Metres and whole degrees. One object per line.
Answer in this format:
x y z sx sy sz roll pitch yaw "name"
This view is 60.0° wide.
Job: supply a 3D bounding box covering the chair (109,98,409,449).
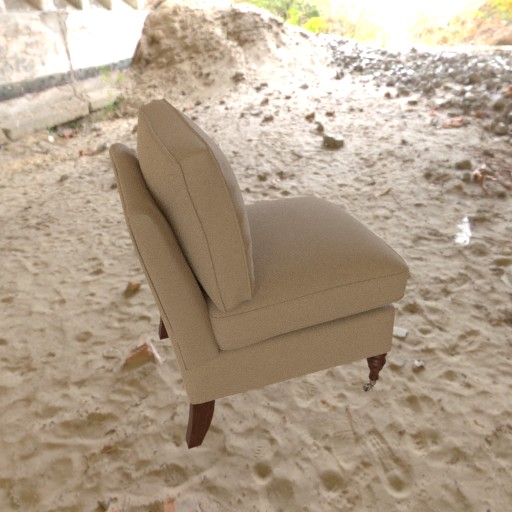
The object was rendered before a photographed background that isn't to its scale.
0.000 0.000 1.664 0.912 1.052 0.724 -10 31 -17 "chair"
